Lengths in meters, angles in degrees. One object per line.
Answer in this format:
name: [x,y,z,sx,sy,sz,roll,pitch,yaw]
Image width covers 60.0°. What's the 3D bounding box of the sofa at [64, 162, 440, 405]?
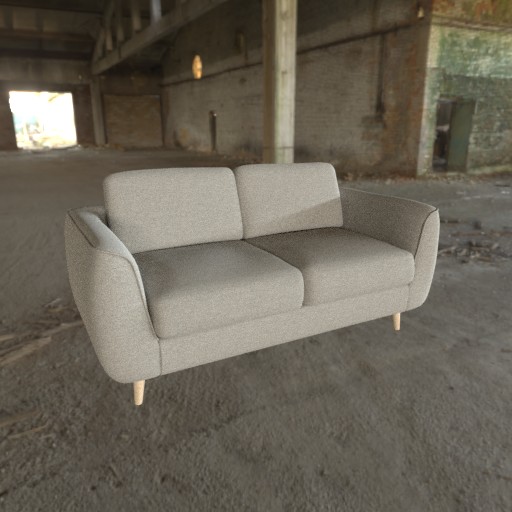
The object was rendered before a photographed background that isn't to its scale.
sofa: [0.000,0.000,2.213,1.700,0.850,0.920,-9,19,-27]
